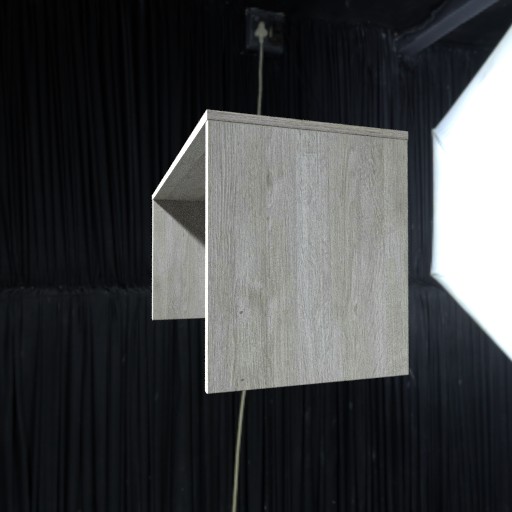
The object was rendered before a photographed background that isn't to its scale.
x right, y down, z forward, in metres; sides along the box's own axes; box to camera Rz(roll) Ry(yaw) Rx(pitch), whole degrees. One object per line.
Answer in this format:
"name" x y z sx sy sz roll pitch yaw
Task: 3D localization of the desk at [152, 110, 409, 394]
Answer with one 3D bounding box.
"desk" 0.000 0.000 2.056 0.802 0.752 1.600 0 -1 -18
